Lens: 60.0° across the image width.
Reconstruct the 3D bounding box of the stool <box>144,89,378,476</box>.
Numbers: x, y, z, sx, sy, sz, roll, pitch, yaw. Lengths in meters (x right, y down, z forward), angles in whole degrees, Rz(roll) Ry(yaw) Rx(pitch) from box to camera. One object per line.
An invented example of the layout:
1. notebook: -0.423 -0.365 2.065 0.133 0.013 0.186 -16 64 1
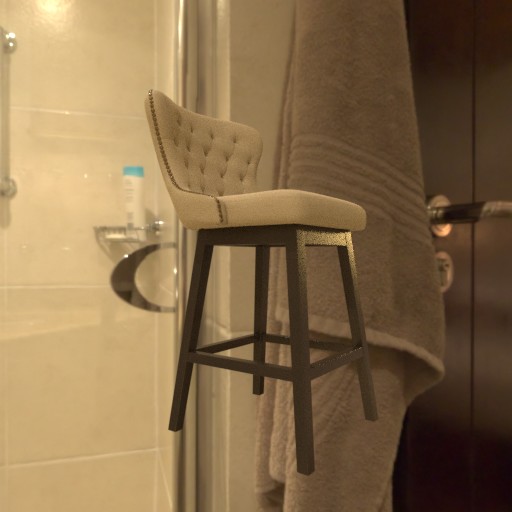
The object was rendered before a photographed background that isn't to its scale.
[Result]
1. stool: 0.000 0.000 1.323 0.593 0.971 0.528 0 0 36
